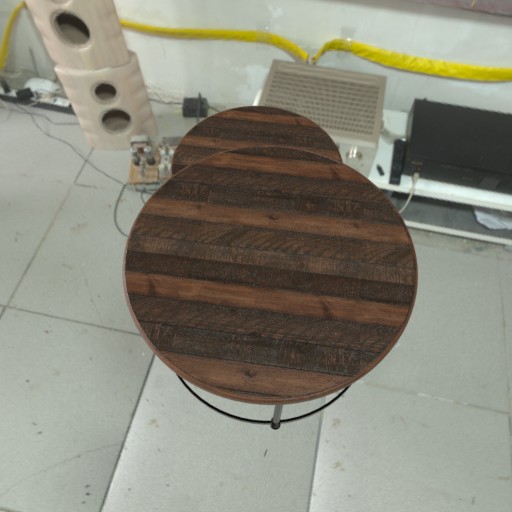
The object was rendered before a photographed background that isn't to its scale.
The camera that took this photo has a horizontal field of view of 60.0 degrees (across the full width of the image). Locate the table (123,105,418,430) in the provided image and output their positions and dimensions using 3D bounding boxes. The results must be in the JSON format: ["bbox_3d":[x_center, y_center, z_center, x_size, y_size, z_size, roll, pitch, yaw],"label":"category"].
[{"bbox_3d":[0.000,0.000,1.605,0.870,0.516,1.152,-15,61,-9],"label":"table"}]
